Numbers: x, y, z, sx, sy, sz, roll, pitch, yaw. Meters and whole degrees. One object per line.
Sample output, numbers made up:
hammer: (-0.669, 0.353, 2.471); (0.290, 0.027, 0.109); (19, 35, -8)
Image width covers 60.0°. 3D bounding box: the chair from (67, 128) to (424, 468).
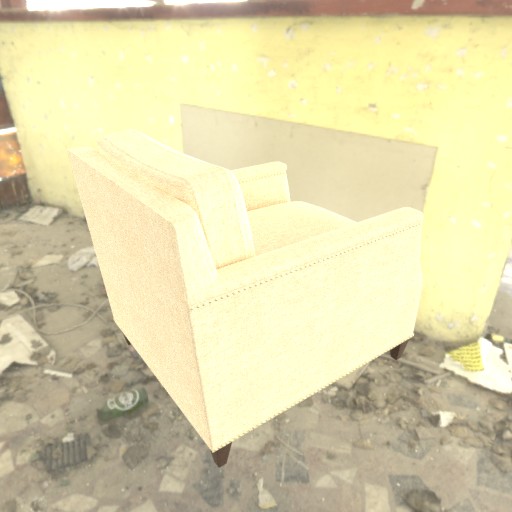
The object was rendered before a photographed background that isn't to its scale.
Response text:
chair: (0.000, 0.000, 1.708); (1.041, 0.940, 0.838); (-18, 33, -31)
